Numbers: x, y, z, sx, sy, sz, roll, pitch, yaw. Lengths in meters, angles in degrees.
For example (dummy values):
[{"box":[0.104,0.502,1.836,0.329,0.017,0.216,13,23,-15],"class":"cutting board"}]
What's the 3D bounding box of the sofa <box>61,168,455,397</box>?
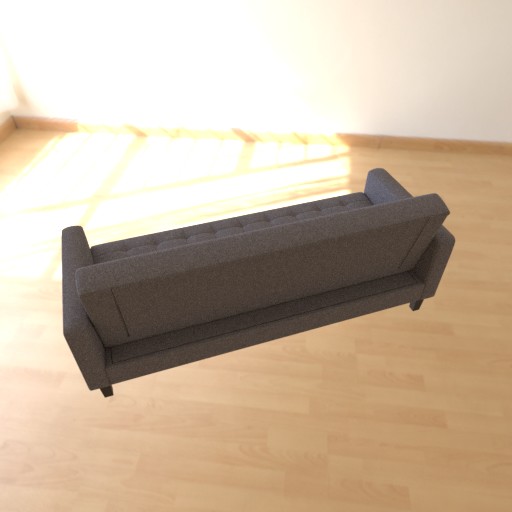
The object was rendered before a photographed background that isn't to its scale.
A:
[{"box":[0.000,0.000,2.533,2.040,0.850,0.810,-13,44,-14],"class":"sofa"}]
